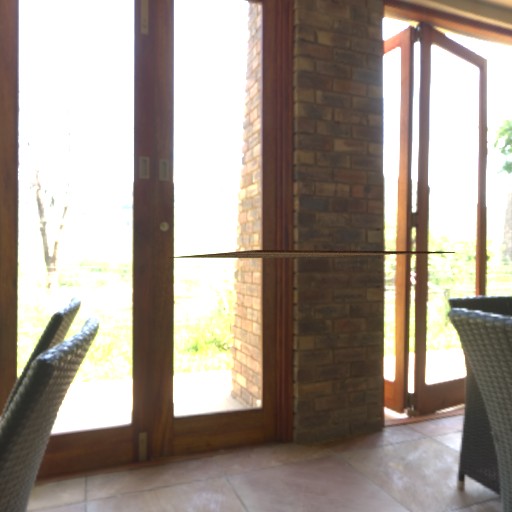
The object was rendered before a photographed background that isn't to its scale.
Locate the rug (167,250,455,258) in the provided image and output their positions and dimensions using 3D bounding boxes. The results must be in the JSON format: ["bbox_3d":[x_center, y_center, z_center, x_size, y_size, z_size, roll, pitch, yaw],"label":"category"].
[{"bbox_3d":[0.000,0.000,2.710,0.792,0.006,2.437,0,-1,-18],"label":"rug"}]
